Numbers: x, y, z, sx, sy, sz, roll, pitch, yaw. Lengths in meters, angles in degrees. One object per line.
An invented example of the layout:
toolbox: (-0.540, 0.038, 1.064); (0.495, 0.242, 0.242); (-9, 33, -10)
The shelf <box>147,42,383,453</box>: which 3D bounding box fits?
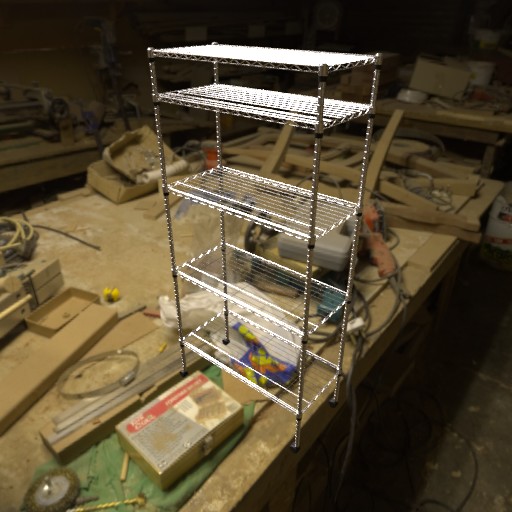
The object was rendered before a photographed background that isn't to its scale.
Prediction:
shelf: (0.000, 0.000, 1.881); (0.762, 1.587, 0.356); (22, 36, 34)
